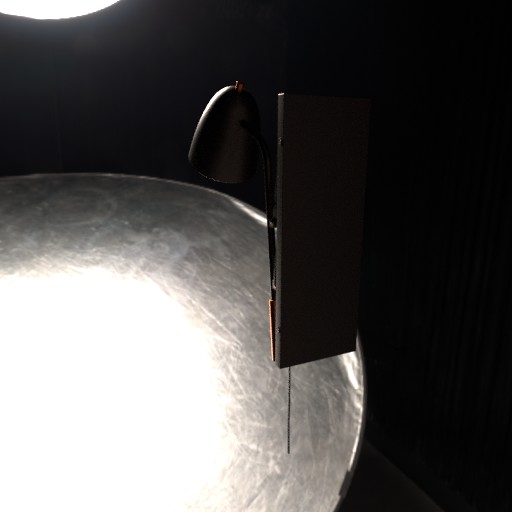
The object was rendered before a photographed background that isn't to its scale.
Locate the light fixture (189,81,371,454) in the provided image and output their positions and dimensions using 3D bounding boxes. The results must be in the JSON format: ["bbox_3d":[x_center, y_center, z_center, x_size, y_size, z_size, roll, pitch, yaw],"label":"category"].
[{"bbox_3d":[0.000,0.000,0.936,0.162,0.715,0.499,-6,15,-25],"label":"light fixture"}]
